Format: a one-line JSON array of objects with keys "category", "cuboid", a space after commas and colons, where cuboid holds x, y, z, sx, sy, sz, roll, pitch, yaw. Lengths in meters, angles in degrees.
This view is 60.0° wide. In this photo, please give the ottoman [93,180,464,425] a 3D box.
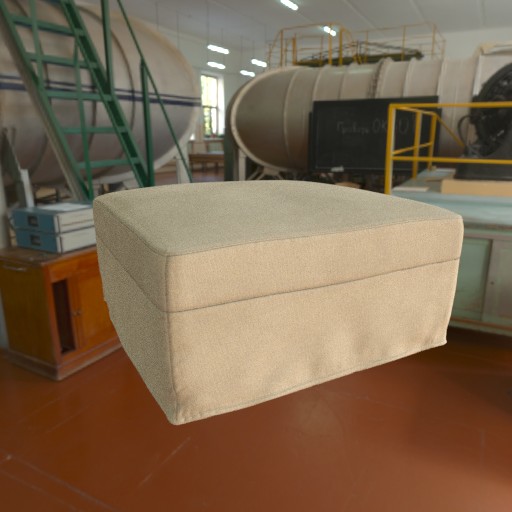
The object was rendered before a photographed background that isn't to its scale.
[{"category": "ottoman", "cuboid": [0.000, 0.000, 1.366, 0.842, 0.441, 0.843, -8, 18, -27]}]
